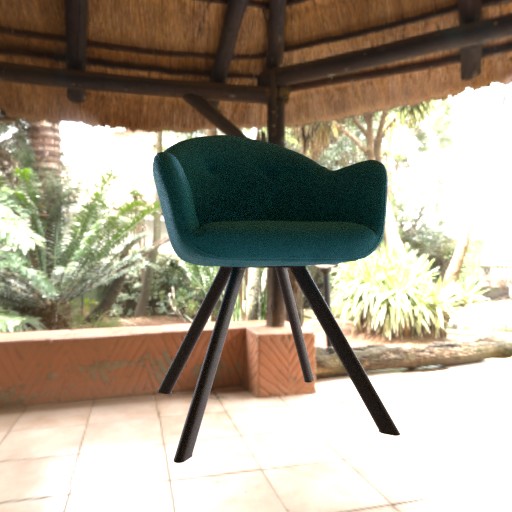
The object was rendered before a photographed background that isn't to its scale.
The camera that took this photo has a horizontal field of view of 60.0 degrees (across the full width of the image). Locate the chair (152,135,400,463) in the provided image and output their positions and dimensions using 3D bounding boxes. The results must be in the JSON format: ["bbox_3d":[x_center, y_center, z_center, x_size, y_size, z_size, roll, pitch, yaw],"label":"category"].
[{"bbox_3d":[0.000,0.000,1.159,0.545,0.775,0.565,0,-1,-16],"label":"chair"}]
